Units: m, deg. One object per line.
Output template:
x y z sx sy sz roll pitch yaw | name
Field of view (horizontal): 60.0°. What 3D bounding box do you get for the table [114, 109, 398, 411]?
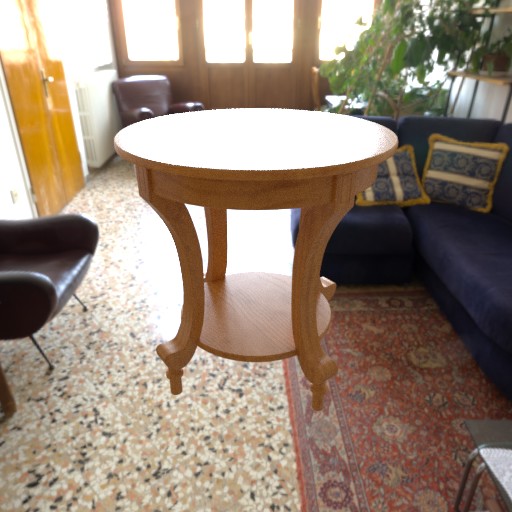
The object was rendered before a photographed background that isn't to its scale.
0.000 0.000 1.105 0.597 0.612 0.597 0 27 0 | table
